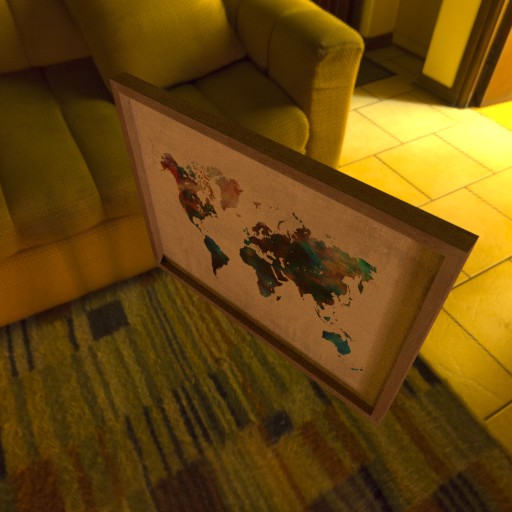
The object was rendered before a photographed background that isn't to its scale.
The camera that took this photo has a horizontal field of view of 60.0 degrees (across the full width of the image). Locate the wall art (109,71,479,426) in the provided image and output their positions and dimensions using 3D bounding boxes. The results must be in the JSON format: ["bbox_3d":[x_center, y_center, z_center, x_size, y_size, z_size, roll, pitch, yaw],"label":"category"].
[{"bbox_3d":[0.000,0.000,1.686,1.320,1.009,0.070,32,55,26],"label":"wall art"}]
